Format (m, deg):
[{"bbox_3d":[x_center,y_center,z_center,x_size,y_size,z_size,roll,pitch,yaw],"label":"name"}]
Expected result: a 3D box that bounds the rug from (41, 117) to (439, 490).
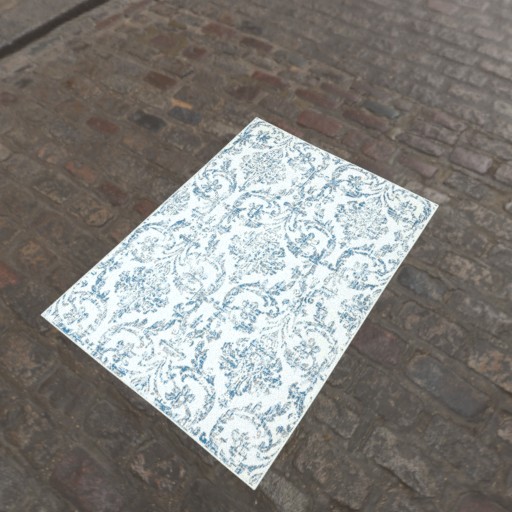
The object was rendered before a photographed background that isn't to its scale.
[{"bbox_3d":[0.000,0.000,2.880,1.586,0.014,2.197,31,62,19],"label":"rug"}]
